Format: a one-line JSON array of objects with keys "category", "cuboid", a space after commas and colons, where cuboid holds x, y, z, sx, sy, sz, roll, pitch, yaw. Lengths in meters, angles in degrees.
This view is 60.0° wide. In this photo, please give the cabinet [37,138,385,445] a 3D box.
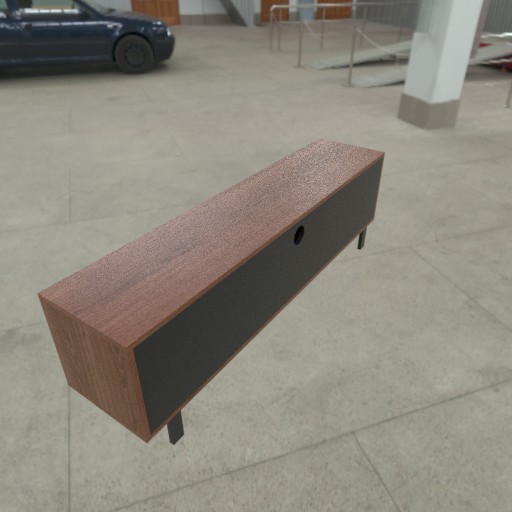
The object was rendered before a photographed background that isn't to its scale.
[{"category": "cabinet", "cuboid": [0.000, 0.000, 1.863, 0.400, 0.500, 1.650, 21, 38, 29]}]
